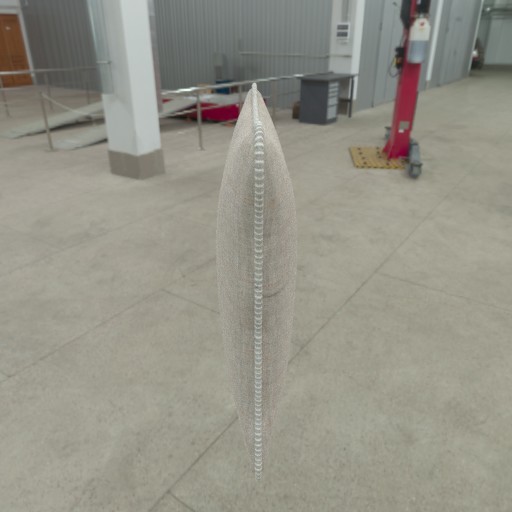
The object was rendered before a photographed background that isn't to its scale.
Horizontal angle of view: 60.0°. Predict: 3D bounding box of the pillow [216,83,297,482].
[{"bbox_3d":[0.000,0.000,0.728,0.124,0.494,0.485,0,26,-1],"label":"pillow"}]
